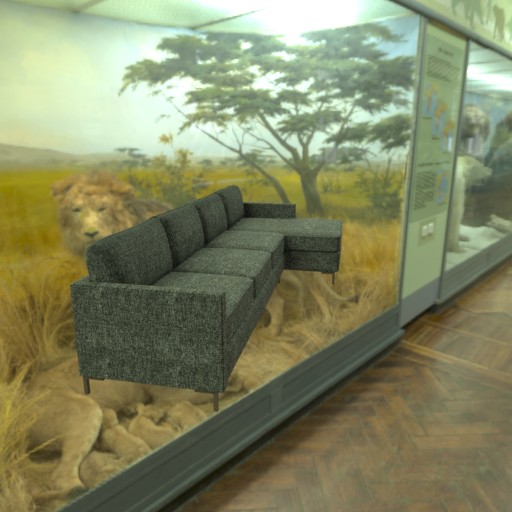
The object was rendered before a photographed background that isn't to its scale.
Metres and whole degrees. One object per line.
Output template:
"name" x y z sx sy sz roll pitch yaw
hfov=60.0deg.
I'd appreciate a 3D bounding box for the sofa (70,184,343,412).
"sofa" 0.000 0.000 4.061 1.488 0.970 3.384 3 16 12
